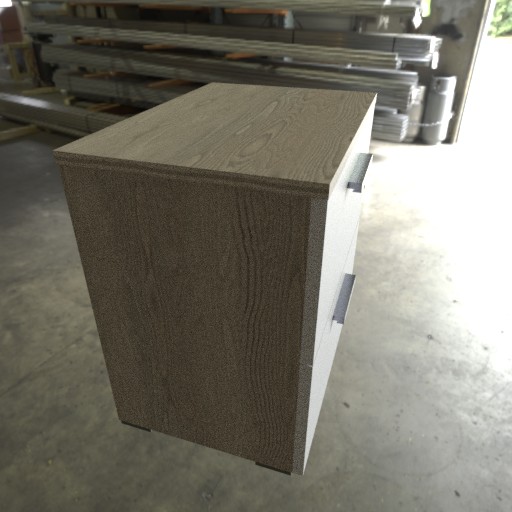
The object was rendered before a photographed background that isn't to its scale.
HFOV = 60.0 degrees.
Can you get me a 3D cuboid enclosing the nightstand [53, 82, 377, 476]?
[{"bbox_3d":[0.000,0.000,0.743,0.325,0.461,0.442,10,32,16],"label":"nightstand"}]
